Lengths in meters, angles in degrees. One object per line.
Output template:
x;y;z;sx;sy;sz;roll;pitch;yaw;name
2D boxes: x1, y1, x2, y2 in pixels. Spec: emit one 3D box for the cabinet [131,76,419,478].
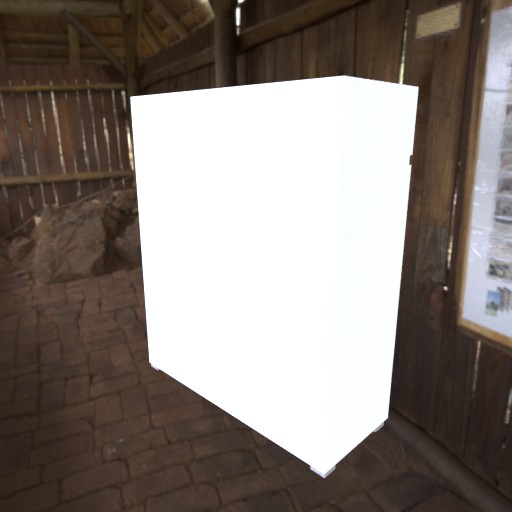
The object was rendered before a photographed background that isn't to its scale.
0.000;0.000;1.715;1.000;1.190;0.400;15;22;42;cabinet
